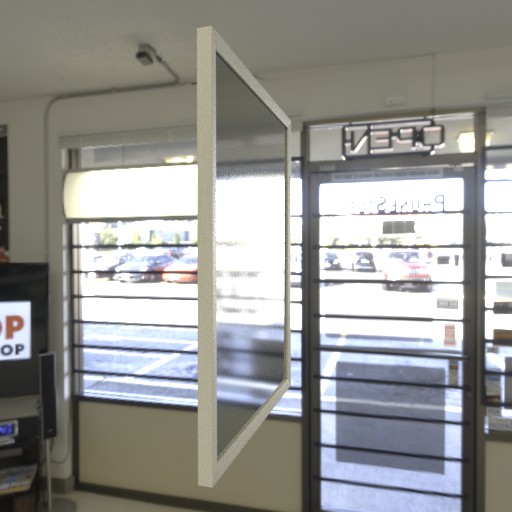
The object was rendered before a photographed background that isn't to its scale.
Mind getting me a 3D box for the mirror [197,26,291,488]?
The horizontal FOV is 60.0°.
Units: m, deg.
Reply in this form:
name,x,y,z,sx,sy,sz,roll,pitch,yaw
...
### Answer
name,x,y,z,sx,sy,sz,roll,pitch,yaw
mirror,0.000,0.000,1.343,0.040,1.016,0.762,0,1,18
